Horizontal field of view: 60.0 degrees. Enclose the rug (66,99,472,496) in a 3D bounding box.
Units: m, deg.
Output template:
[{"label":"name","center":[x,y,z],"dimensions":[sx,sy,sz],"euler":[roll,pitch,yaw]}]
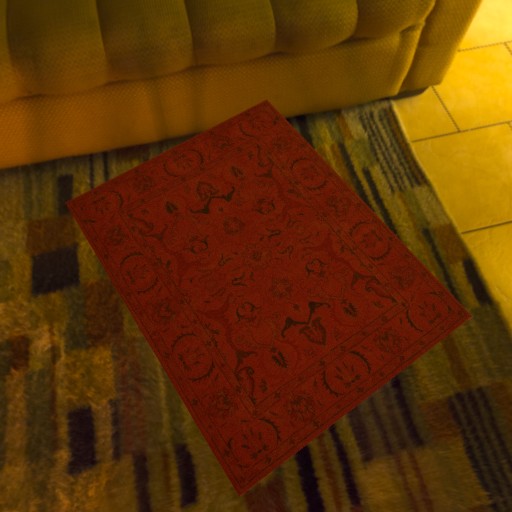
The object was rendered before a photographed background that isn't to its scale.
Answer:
[{"label":"rug","center":[0.000,0.000,3.888],"dimensions":[2.300,0.012,2.929],"euler":[-32,68,-15]}]
